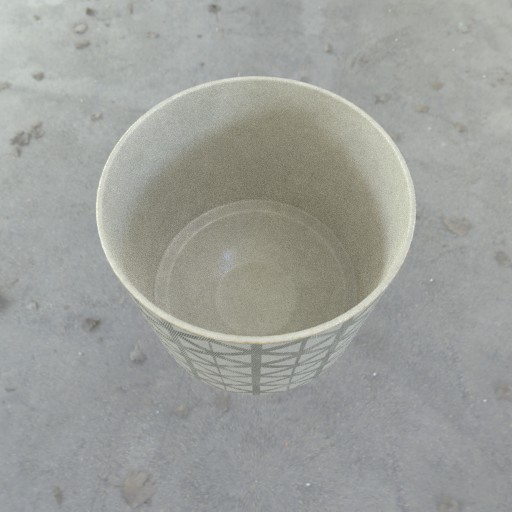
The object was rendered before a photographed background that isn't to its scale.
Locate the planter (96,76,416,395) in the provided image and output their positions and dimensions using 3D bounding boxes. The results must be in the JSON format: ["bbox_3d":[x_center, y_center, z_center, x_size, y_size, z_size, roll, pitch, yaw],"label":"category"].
[{"bbox_3d":[0.000,0.000,0.456,0.250,0.239,0.250,0,63,0],"label":"planter"}]
